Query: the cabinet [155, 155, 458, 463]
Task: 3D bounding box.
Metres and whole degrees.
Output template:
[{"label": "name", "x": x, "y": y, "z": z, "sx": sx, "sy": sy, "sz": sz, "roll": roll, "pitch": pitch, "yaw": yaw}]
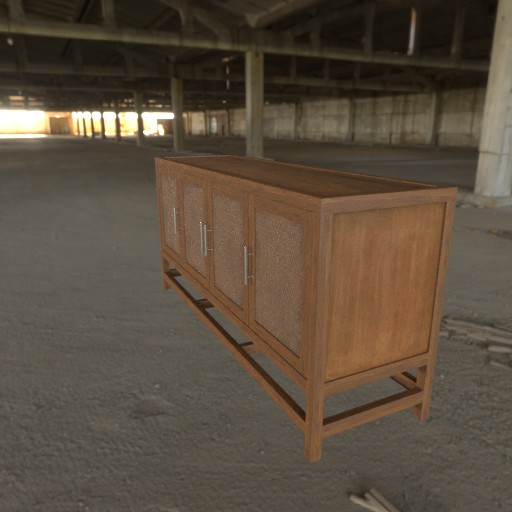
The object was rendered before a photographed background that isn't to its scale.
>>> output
[{"label": "cabinet", "x": 0.000, "y": 0.000, "z": 2.085, "sx": 0.522, "sy": 0.820, "sz": 1.708, "roll": -8, "pitch": 18, "yaw": -25}]
